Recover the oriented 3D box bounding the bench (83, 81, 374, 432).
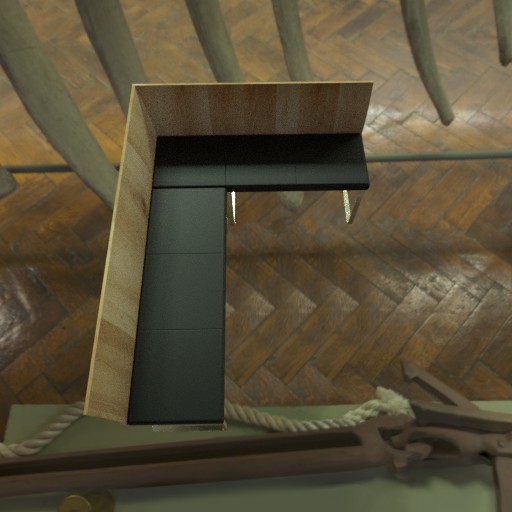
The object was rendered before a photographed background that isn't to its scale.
[{"bbox_3d":[0.000,0.000,2.727,1.495,0.930,1.945,-1,63,0],"label":"bench"}]
